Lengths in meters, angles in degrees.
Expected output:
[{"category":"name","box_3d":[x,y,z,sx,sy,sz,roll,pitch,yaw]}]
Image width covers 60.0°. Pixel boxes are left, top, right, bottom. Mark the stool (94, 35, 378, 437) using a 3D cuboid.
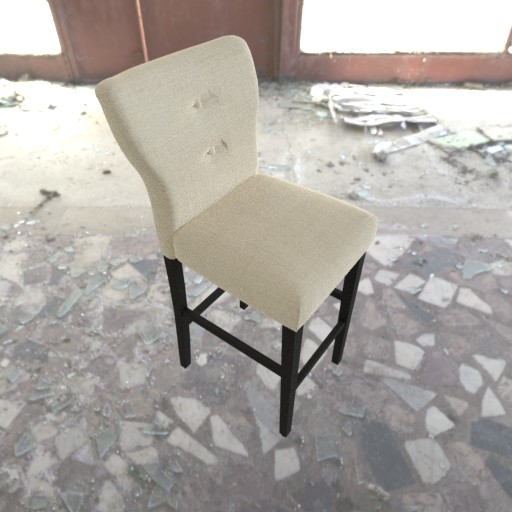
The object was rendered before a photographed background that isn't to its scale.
[{"category":"stool","box_3d":[0.000,0.000,1.411,0.603,1.124,0.516,27,49,26]}]
